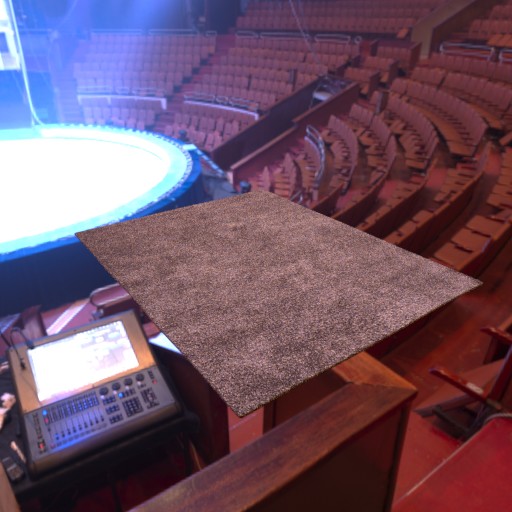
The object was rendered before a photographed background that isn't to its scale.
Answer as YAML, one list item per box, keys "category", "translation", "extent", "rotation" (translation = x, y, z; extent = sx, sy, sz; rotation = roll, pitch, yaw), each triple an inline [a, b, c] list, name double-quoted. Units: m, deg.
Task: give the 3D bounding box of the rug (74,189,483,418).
- category: "rug"
  translation: [0.000, 0.000, 4.063]
  extent: [2.401, 0.025, 3.000]
  rotation: [-18, 32, -32]
